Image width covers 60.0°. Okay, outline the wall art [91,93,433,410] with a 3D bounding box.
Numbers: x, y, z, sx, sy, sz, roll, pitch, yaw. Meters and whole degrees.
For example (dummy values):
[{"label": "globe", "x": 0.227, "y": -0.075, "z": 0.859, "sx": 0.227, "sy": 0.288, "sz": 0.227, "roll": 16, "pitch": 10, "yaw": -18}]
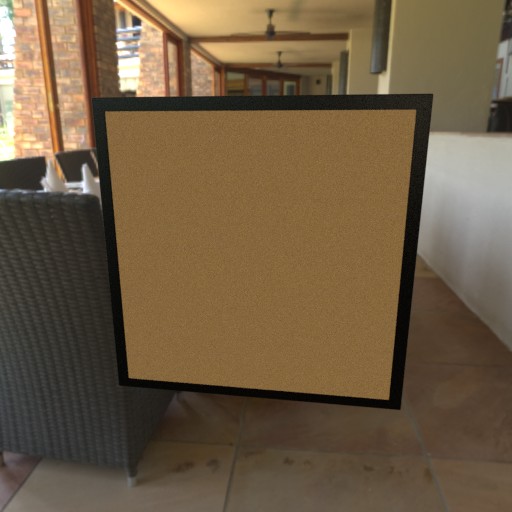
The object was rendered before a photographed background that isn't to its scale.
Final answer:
[{"label": "wall art", "x": 0.000, "y": 0.000, "z": 0.442, "sx": 0.299, "sy": 0.299, "sz": 0.037, "roll": 2, "pitch": 16, "yaw": 8}]
